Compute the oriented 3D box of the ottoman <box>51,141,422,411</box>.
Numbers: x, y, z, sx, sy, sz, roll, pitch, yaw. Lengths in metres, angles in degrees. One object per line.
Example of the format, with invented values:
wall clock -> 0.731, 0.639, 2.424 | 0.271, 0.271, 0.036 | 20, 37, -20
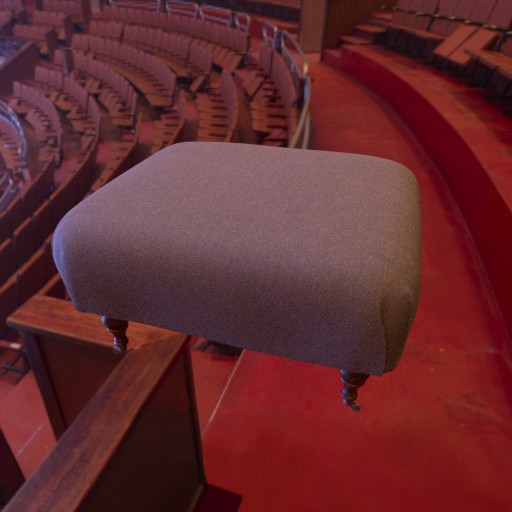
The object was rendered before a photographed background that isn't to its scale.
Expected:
ottoman -> 0.000, 0.000, 1.110 | 0.747, 0.450, 0.622 | 9, 33, 15
